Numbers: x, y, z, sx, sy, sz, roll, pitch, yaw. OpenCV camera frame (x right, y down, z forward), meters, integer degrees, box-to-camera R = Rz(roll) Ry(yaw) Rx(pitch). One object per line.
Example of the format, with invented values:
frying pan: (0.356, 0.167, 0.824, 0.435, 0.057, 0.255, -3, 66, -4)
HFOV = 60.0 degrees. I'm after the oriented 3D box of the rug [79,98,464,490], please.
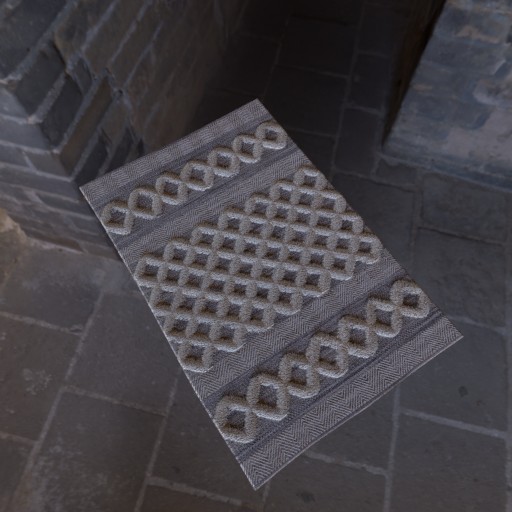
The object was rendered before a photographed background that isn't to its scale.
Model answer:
rug: (0.000, 0.000, 2.328, 1.222, 0.030, 1.823, -31, 69, -13)
